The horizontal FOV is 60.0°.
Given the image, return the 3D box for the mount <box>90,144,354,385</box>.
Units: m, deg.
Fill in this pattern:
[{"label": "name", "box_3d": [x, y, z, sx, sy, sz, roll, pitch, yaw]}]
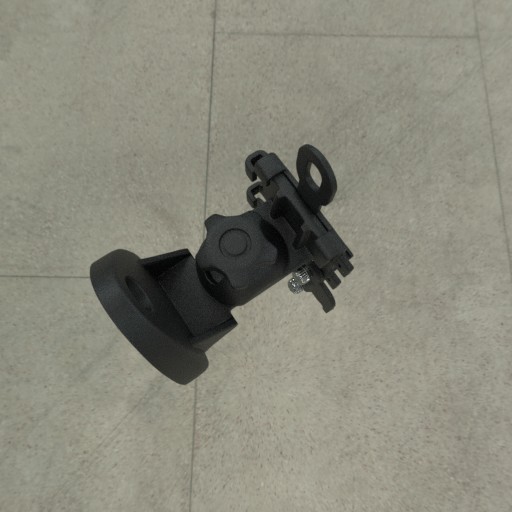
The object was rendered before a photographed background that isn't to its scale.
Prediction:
[{"label": "mount", "box_3d": [0.000, 0.000, 0.177, 0.100, 0.118, 0.066, -33, 77, -9]}]
